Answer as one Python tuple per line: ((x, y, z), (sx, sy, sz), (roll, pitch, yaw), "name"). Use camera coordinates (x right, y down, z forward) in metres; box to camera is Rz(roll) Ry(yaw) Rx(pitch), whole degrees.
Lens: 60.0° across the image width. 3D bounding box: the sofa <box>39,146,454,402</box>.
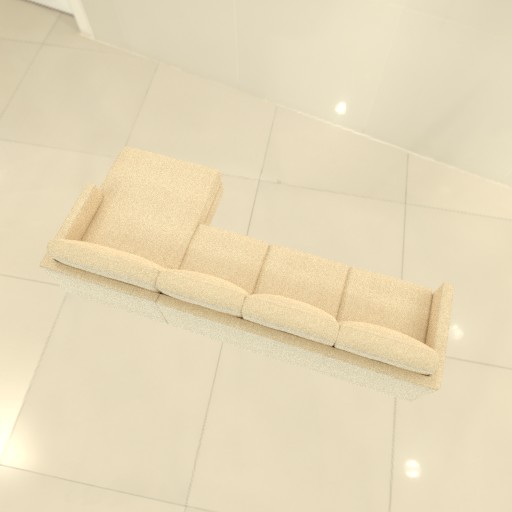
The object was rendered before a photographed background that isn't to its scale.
((0.000, 0.000, 4.159), (3.471, 0.954, 1.603), (16, 65, 8), "sofa")
